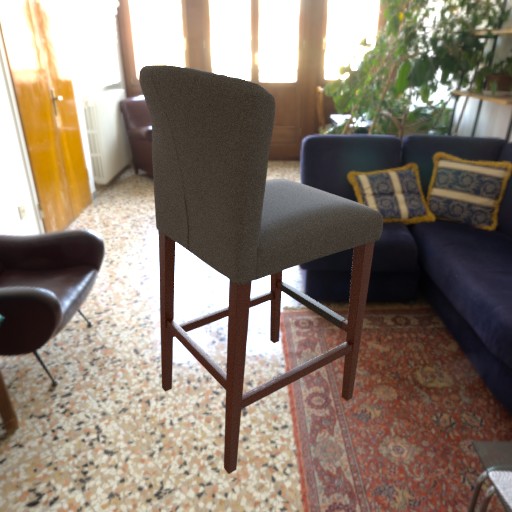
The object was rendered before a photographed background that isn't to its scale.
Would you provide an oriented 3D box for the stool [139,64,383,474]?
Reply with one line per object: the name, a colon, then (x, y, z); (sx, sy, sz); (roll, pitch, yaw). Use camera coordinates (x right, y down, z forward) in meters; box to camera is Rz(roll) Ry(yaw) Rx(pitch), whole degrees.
stool: (0.000, 0.000, 1.334); (0.568, 1.069, 0.481); (-17, 30, -32)
